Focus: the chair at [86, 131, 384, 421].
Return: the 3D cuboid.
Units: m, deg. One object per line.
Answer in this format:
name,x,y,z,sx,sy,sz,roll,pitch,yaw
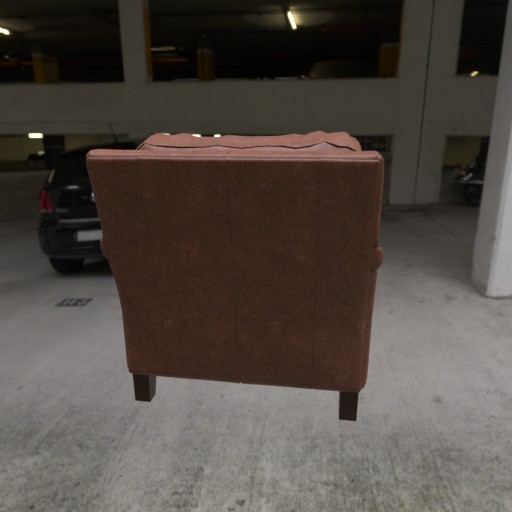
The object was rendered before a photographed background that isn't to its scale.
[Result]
chair,0.000,0.000,1.943,0.986,1.055,1.158,2,16,8
